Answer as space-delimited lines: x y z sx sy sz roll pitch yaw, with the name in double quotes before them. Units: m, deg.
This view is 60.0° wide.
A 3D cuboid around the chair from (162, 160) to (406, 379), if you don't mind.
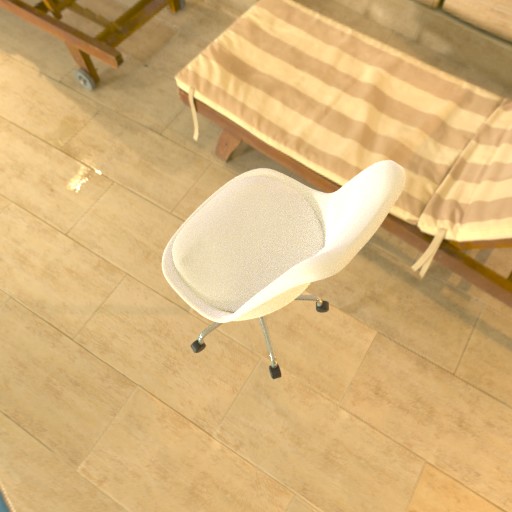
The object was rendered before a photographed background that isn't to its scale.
"chair" 0.000 0.000 1.281 0.550 0.930 0.550 35 69 16
